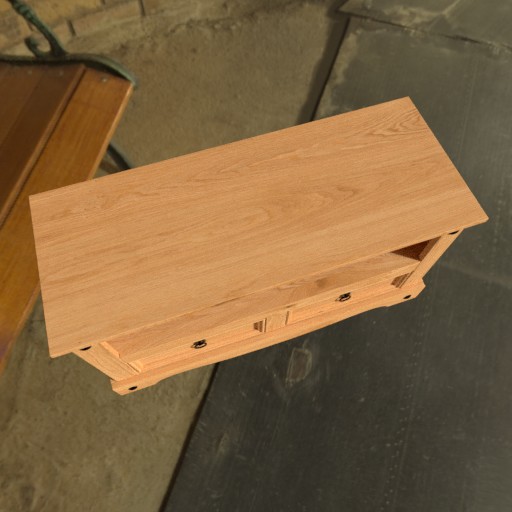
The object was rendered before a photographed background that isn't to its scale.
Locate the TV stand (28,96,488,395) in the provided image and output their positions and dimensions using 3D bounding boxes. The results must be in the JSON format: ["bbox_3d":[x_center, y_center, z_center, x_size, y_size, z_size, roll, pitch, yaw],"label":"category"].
[{"bbox_3d":[0.000,0.000,1.362,1.080,0.550,0.440,-17,65,-8],"label":"TV stand"}]
